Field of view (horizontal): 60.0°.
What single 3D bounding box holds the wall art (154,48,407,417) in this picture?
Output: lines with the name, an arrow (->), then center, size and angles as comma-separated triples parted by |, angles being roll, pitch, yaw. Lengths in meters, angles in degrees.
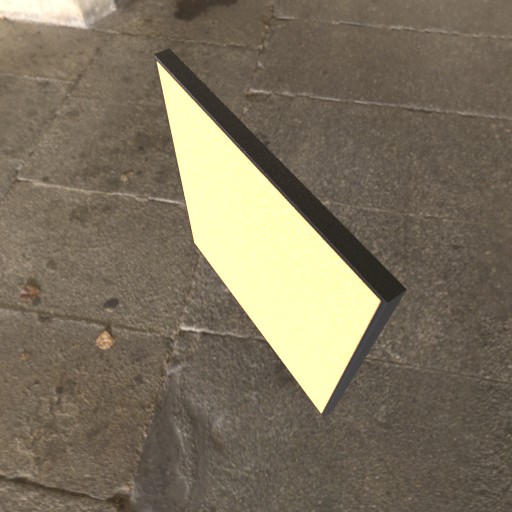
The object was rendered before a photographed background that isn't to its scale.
wall art -> 0.000, 0.000, 1.176 | 0.042, 0.766, 0.769 | -30, 62, -18
